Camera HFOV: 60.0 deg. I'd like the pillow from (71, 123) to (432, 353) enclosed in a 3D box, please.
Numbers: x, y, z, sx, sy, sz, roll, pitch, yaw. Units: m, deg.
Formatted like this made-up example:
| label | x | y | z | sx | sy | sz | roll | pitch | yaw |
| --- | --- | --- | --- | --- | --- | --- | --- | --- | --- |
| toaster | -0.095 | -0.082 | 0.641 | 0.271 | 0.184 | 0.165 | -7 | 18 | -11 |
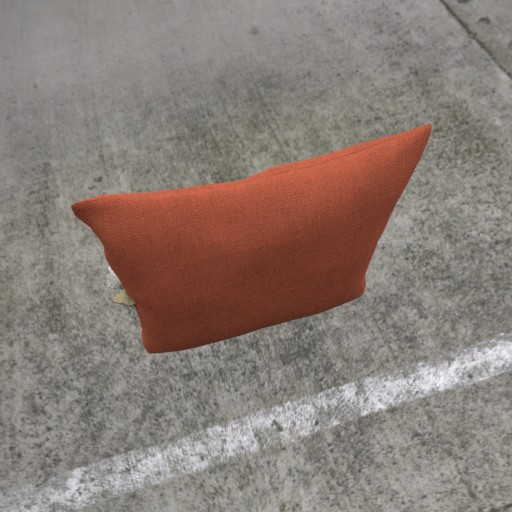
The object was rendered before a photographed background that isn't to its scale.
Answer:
| label | x | y | z | sx | sy | sz | roll | pitch | yaw |
| --- | --- | --- | --- | --- | --- | --- | --- | --- | --- |
| pillow | 0.000 | 0.000 | 0.754 | 0.490 | 0.482 | 0.165 | -14 | 59 | -9 |
